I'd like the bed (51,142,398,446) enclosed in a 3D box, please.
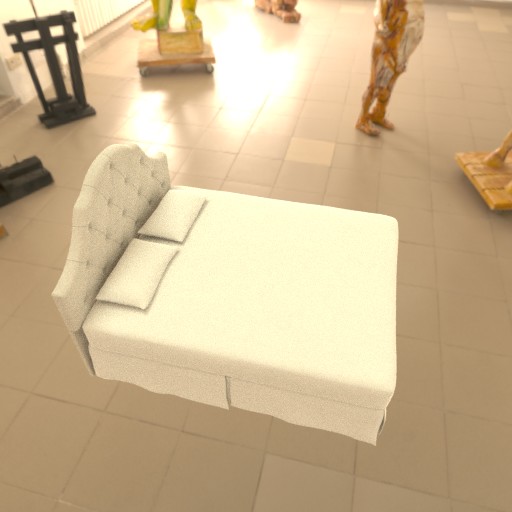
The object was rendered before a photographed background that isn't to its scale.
[{"bbox_3d":[0.000,0.000,3.744,2.477,1.617,2.039,9,45,10],"label":"bed"}]
